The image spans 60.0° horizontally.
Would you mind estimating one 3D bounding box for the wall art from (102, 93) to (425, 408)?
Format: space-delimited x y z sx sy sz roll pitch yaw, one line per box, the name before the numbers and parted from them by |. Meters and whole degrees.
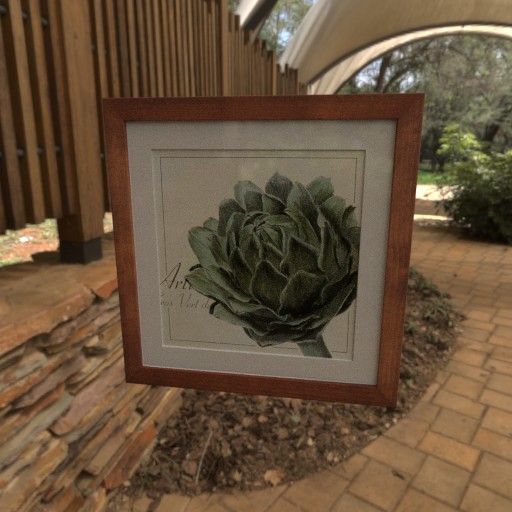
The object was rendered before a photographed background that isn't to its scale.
wall art | 0.000 0.000 0.841 0.554 0.572 0.037 2 15 9
